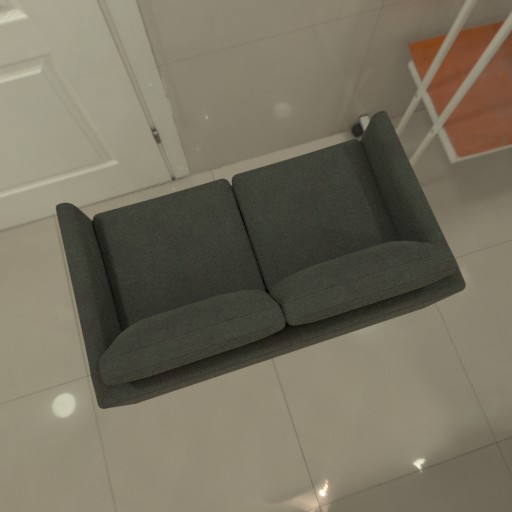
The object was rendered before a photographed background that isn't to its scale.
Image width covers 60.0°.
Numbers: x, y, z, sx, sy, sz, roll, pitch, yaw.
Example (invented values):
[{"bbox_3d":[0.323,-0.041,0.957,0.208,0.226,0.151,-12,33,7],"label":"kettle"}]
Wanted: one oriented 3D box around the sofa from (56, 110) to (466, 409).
[{"bbox_3d":[0.000,0.000,2.485,1.909,0.845,1.091,-17,75,-5],"label":"sofa"}]
